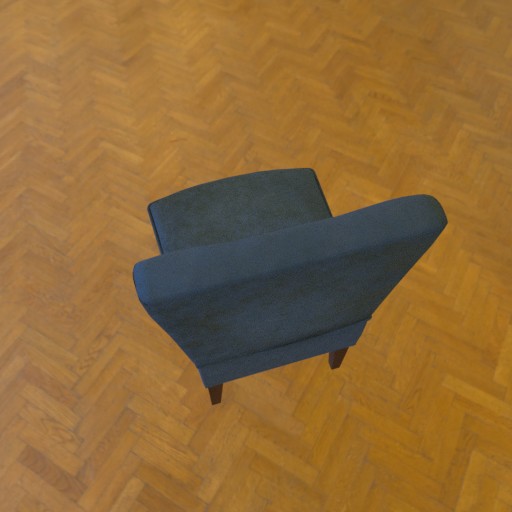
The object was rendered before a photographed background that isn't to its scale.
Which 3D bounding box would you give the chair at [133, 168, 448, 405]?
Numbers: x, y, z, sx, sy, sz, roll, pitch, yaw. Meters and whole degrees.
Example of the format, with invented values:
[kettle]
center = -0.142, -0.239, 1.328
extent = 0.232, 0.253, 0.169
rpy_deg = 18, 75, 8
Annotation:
[chair]
center = 0.000, 0.000, 1.160
extent = 0.521, 0.806, 0.551
rpy_deg = -14, 59, -9
